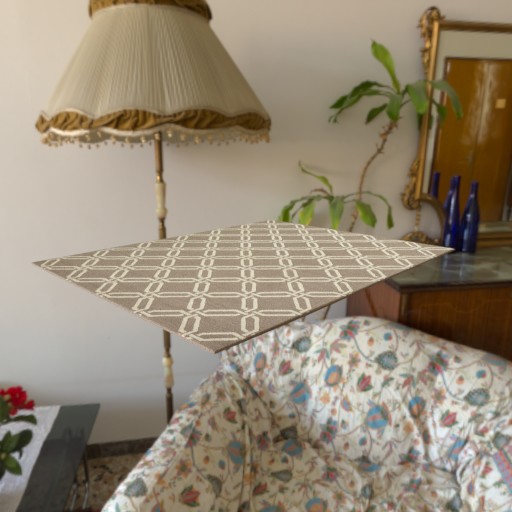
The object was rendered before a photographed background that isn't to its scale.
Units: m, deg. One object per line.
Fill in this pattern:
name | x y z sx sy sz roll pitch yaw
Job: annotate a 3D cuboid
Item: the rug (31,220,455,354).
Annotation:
rug | 0.000 0.000 3.831 2.288 0.018 2.895 14 20 43
